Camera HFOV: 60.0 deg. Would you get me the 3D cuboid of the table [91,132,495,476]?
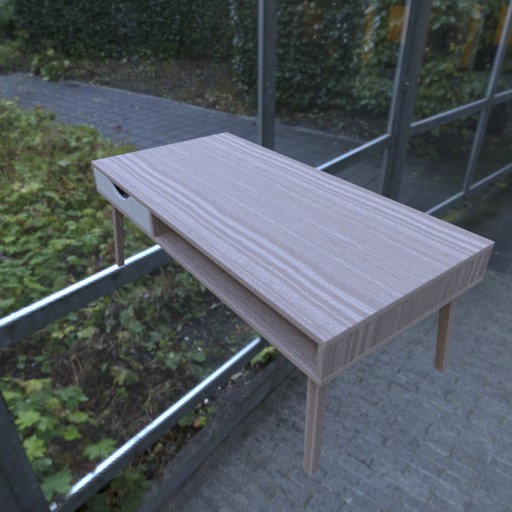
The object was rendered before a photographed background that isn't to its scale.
[{"bbox_3d":[0.000,0.000,1.485,0.600,0.450,1.200,-22,38,-31],"label":"table"}]
